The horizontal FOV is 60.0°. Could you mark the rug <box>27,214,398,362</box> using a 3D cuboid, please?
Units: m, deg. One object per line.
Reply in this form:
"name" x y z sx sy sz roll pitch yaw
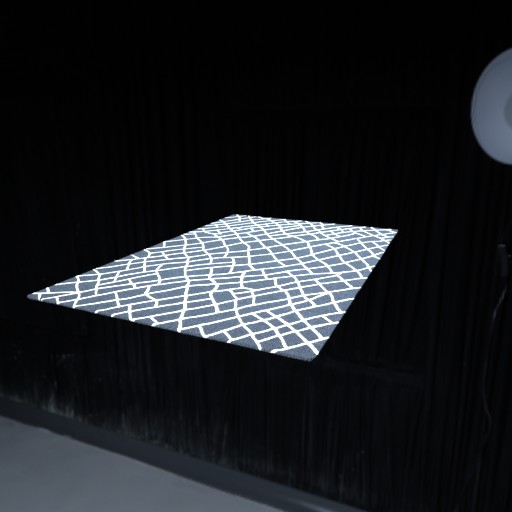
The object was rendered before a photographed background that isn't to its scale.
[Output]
"rug" 0.000 0.000 2.354 1.223 0.013 1.830 8 18 24
